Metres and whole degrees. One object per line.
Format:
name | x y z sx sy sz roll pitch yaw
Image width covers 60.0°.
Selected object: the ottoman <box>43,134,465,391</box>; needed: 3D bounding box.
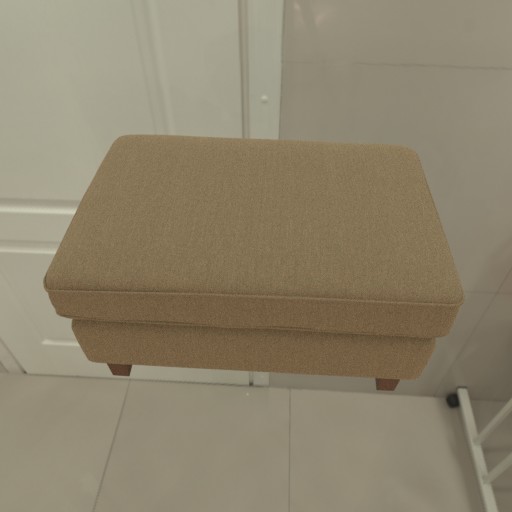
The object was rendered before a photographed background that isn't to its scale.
ottoman | 0.000 0.000 1.295 0.945 0.521 0.636 2 46 2
